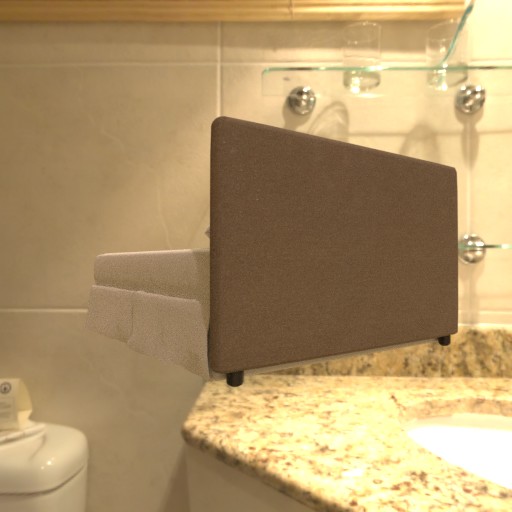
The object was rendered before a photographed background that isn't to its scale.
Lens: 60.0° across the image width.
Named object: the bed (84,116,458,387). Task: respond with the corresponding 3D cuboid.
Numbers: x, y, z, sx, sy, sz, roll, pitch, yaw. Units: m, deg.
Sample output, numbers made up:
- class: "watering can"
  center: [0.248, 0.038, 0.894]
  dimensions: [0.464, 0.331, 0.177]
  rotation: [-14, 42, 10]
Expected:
- class: "bed"
  center: [0.000, 0.000, 3.603]
  dimensions: [2.119, 1.317, 2.341]
  rotation: [1, -1, -35]
